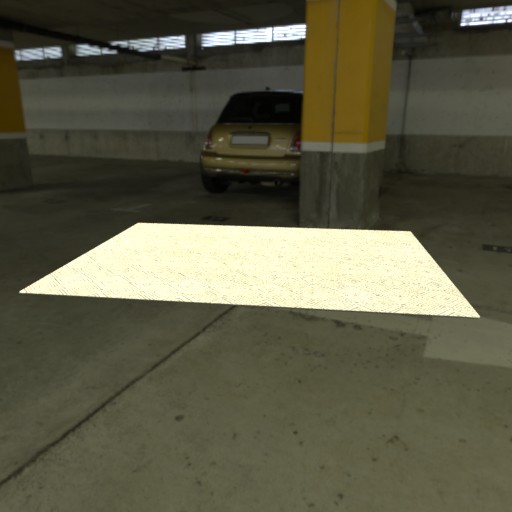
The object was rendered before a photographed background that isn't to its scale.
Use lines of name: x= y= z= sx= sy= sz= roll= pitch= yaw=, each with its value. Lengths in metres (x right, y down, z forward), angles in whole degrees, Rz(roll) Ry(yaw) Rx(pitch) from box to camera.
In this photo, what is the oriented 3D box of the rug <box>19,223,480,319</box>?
rug: x=0.000 y=0.000 z=2.875 sx=2.238 sy=0.008 sz=1.593 roll=2 pitch=17 yaw=7
